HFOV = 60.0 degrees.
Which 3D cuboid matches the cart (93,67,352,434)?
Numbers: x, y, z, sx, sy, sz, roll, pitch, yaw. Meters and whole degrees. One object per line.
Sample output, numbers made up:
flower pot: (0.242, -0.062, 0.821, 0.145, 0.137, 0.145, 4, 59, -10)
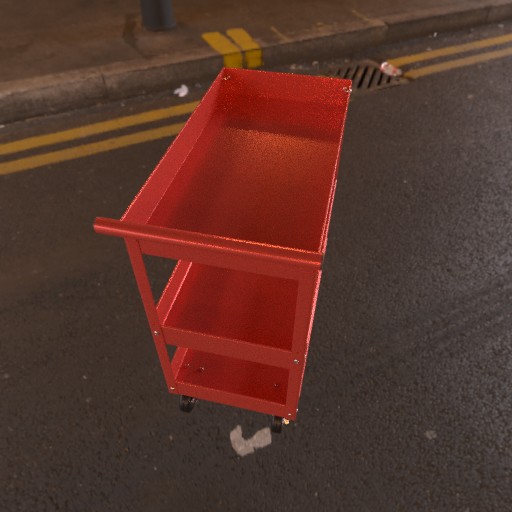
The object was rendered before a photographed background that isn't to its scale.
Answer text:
cart: (0.000, 0.000, 1.191, 0.366, 0.780, 0.719, 10, 47, 9)
